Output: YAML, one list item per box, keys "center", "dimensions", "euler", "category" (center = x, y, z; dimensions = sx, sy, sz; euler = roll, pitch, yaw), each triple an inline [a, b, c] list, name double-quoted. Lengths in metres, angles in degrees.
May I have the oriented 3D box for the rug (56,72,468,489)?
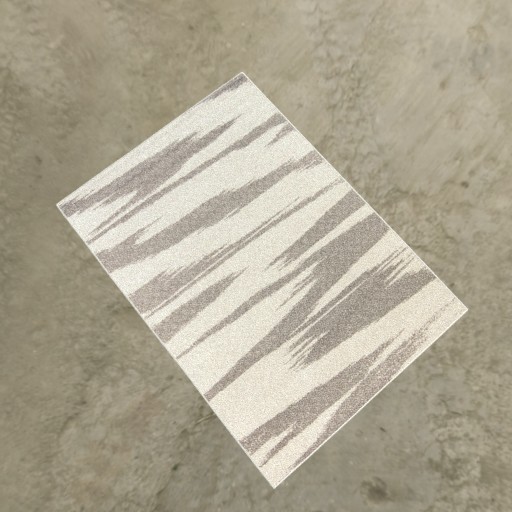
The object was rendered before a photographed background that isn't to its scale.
- center: [0.000, 0.000, 2.729]
  dimensions: [1.533, 0.010, 2.142]
  euler: [-39, 79, -9]
  category: "rug"
